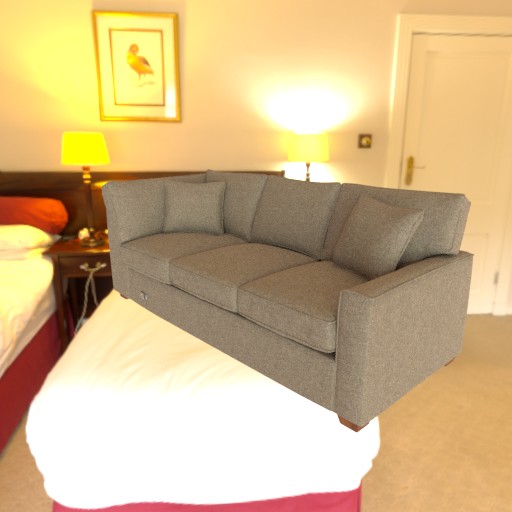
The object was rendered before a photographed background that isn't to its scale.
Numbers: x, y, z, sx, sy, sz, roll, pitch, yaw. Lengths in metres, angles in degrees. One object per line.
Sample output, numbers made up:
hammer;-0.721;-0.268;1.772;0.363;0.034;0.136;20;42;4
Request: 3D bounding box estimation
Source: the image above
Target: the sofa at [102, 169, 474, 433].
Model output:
sofa;0.000;0.000;2.858;1.061;0.962;2.317;-14;21;-41
